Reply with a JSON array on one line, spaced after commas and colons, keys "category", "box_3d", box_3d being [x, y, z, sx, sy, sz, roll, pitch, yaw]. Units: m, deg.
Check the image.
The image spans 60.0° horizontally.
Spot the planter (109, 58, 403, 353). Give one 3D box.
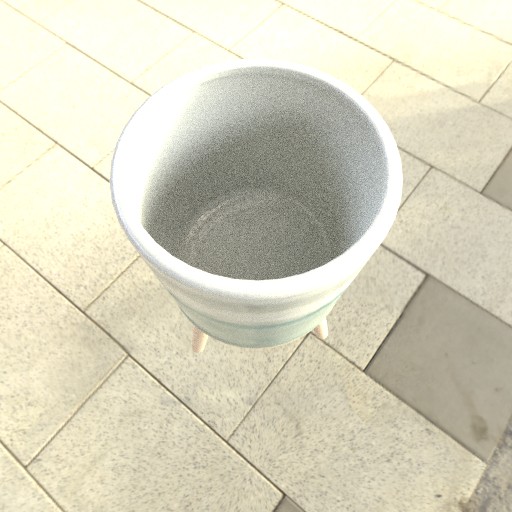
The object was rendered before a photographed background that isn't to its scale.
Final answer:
[{"category": "planter", "box_3d": [0.000, 0.000, 0.582, 0.265, 0.404, 0.265, 34, 69, 15]}]
